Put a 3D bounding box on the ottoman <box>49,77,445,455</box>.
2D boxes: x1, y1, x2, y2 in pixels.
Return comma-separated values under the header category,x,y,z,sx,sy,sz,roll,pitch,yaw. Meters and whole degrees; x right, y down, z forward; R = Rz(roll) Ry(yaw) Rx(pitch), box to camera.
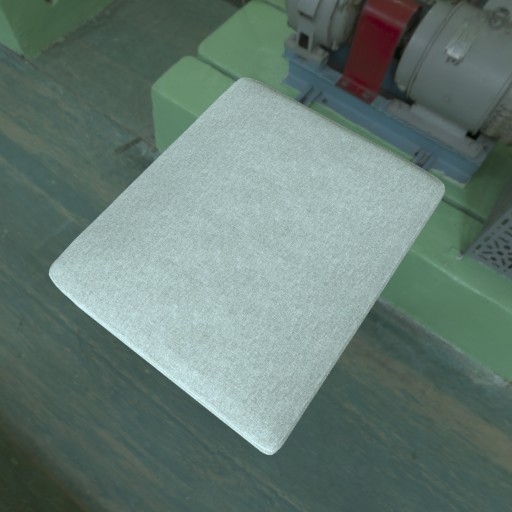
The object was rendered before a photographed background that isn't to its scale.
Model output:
category,x,y,z,sx,sy,sz,roll,pitch,yaw
ottoman,0.000,0.000,1.280,0.693,0.474,0.821,33,70,14
